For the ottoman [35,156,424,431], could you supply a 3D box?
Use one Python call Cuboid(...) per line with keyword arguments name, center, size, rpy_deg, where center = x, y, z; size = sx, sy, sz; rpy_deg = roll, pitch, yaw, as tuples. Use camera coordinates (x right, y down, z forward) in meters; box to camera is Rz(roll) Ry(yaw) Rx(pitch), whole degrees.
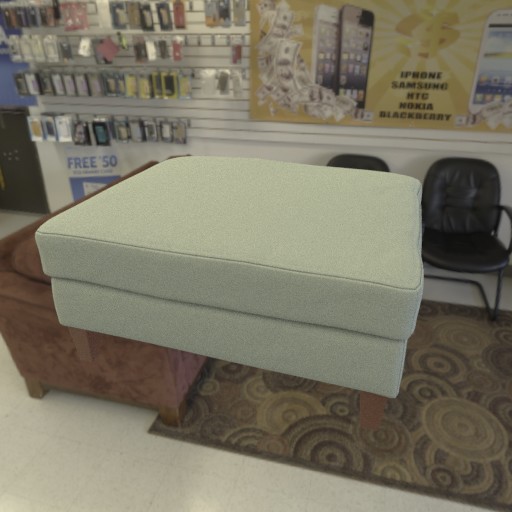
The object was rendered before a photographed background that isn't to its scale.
Cuboid(name="ottoman", center=(0.000, 0.000, 1.460), size=(0.991, 0.494, 0.842), rpy_deg=(8, 28, 16))
